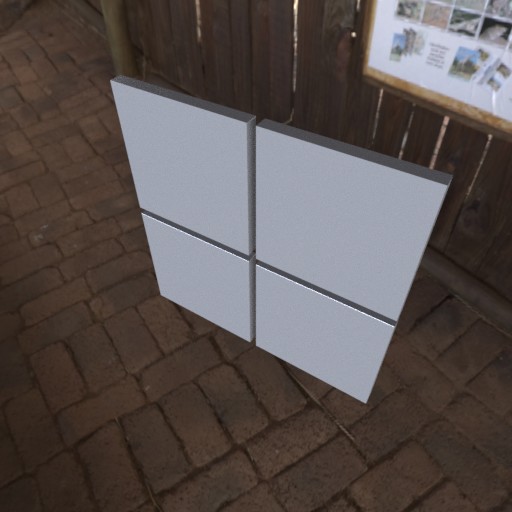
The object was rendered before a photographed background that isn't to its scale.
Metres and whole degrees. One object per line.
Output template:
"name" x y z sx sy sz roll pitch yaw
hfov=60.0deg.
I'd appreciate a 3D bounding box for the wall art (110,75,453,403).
"wall art" 0.000 0.000 0.922 0.611 0.611 0.029 24 50 22
